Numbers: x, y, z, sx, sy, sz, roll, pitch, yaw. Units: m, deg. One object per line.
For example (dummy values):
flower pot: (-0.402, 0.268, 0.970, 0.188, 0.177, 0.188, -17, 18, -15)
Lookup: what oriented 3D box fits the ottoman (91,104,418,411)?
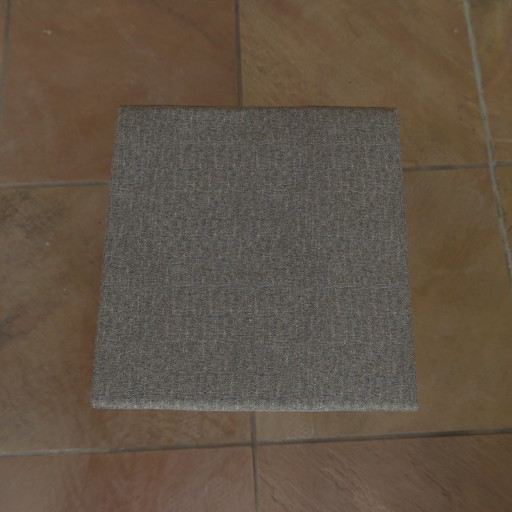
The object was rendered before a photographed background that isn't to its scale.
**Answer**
ottoman: (0.000, 0.000, 1.557, 0.981, 0.379, 1.016, 1, 77, 0)
